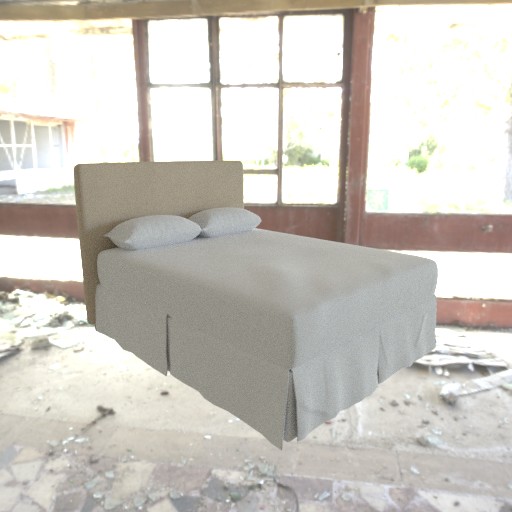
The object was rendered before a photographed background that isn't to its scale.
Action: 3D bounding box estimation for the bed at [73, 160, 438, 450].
[{"bbox_3d":[0.000,0.000,3.245,1.723,1.330,2.142,-13,18,-43],"label":"bed"}]
